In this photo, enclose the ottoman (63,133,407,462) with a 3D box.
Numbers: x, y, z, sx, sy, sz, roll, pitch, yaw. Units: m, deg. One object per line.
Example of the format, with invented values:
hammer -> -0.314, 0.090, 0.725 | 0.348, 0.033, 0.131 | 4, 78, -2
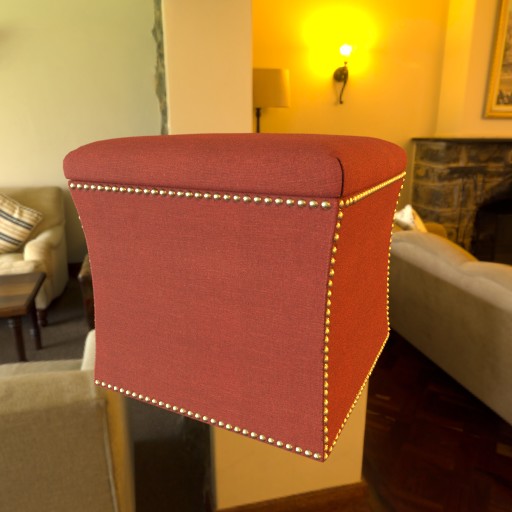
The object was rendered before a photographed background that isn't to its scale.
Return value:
ottoman -> 0.000, 0.000, 0.887 | 0.497, 0.475, 0.507 | 8, 17, 26
